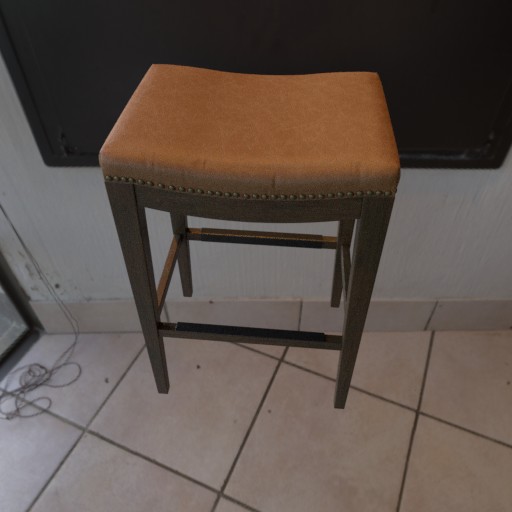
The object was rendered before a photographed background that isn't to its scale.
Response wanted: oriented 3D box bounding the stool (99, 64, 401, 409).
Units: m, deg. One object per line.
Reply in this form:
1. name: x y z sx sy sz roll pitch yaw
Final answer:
1. stool: 0.000 0.000 1.042 0.500 0.759 0.361 4 46 4
